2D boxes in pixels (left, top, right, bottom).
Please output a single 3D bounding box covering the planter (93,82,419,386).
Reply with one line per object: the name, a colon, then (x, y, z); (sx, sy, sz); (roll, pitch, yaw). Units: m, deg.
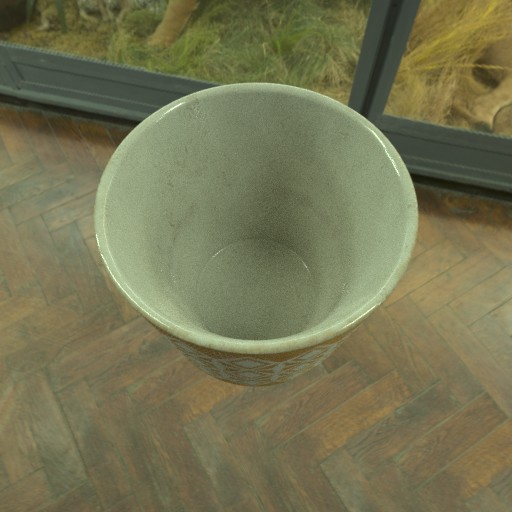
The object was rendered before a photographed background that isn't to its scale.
planter: (0.000, 0.000, 0.220); (0.126, 0.104, 0.126); (0, 62, 0)
